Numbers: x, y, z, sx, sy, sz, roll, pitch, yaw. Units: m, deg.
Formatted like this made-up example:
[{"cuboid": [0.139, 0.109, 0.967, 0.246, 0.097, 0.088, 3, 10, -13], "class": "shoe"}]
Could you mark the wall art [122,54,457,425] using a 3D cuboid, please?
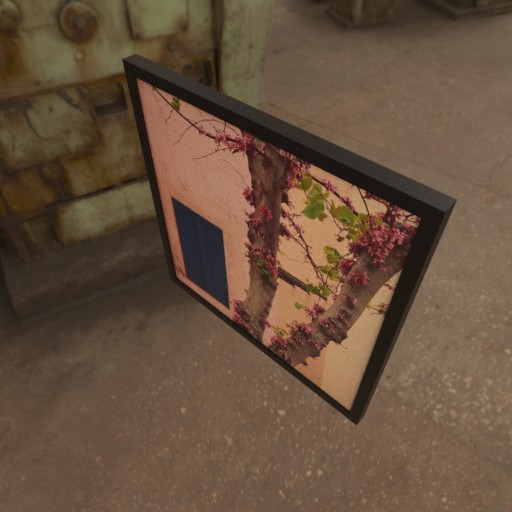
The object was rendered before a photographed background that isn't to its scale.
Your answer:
[{"cuboid": [0.000, 0.000, 1.095, 0.762, 0.762, 0.038, 33, 55, 27], "class": "wall art"}]
